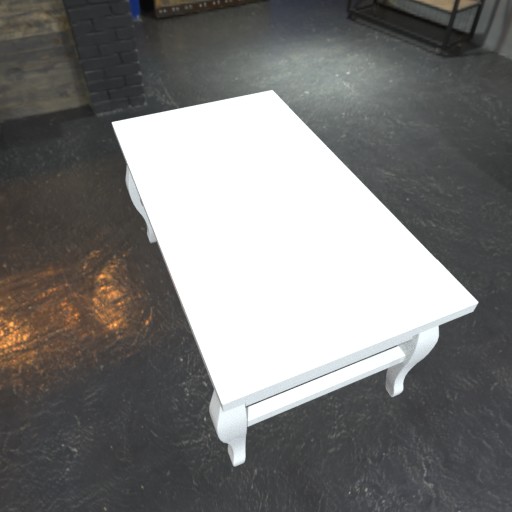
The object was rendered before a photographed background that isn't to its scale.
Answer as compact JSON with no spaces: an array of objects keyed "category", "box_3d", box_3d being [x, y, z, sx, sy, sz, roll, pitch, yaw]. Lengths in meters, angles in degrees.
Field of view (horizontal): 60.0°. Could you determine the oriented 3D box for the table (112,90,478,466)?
[{"category":"table","box_3d":[0.000,0.000,1.385,0.600,0.495,1.062,-17,49,-16]}]
